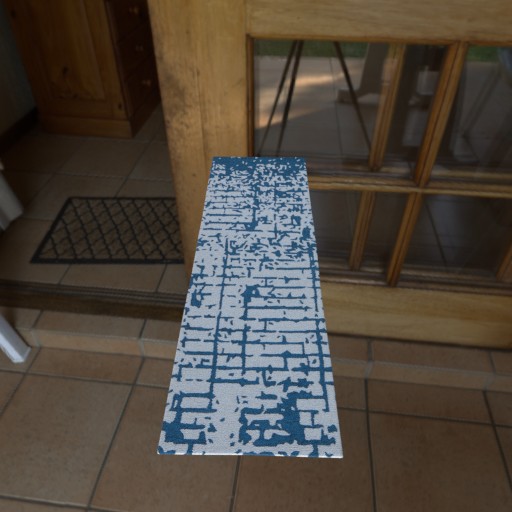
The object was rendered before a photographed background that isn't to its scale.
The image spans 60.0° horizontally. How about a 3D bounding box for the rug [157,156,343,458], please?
[{"bbox_3d":[0.000,0.000,2.698,0.750,0.011,2.435,1,41,1],"label":"rug"}]
